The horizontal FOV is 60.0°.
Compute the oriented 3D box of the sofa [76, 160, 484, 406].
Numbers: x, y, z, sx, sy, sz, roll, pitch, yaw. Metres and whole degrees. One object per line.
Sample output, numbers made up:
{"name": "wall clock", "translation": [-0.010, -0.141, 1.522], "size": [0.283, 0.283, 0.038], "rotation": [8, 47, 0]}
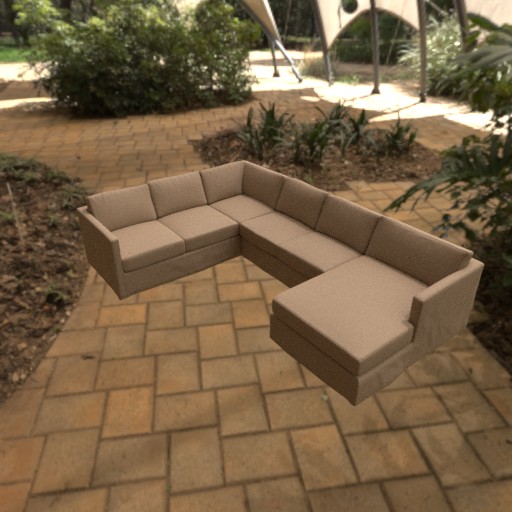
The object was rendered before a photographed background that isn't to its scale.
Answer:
{"name": "sofa", "translation": [0.000, 0.000, 4.512], "size": [2.427, 0.882, 3.460], "rotation": [-21, 35, -32]}
